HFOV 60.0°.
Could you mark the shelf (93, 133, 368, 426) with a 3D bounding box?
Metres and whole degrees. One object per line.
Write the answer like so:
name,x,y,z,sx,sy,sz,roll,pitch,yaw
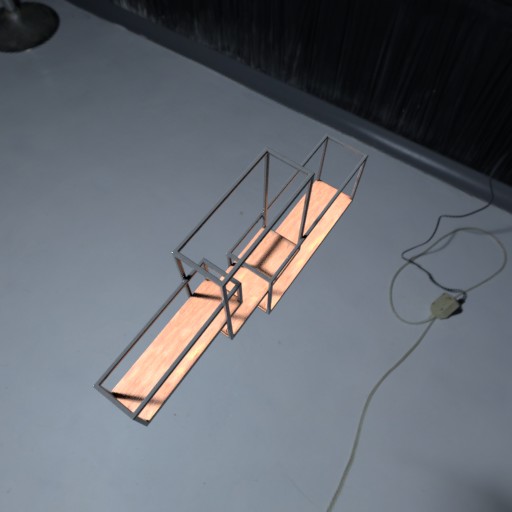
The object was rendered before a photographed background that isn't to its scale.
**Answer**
shelf,0.000,0.000,2.156,0.275,0.972,1.781,33,68,15
